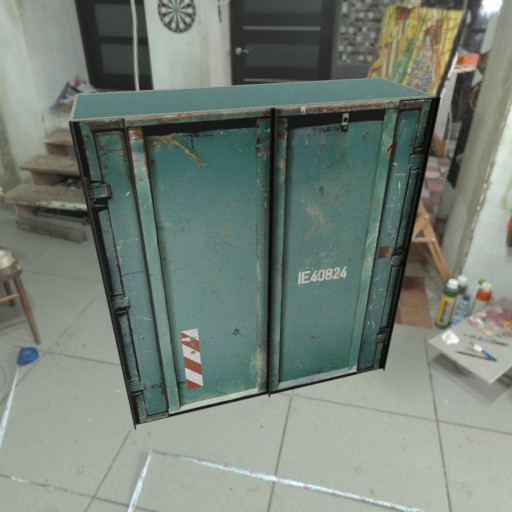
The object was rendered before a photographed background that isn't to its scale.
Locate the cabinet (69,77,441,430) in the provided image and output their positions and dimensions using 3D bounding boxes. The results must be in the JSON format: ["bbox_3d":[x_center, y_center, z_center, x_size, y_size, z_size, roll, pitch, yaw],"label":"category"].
[{"bbox_3d":[0.000,0.000,3.114,2.000,2.160,0.680,-9,32,-14],"label":"cabinet"}]
